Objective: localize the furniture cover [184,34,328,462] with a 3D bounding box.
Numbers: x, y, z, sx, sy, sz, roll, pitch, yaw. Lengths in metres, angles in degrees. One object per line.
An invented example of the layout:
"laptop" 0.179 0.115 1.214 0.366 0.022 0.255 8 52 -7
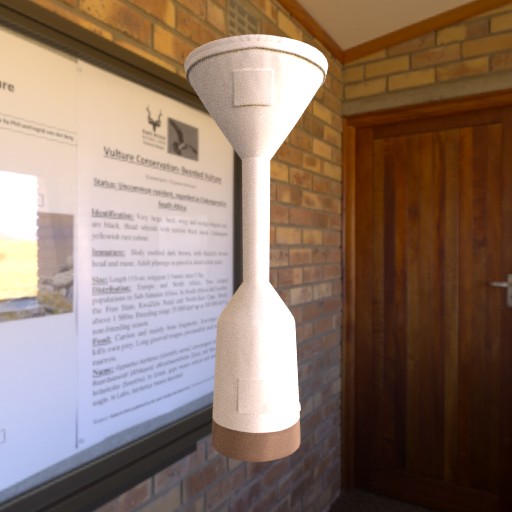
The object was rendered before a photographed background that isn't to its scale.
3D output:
"furniture cover" 0.000 0.000 2.861 0.914 2.413 0.914 0 1 0
